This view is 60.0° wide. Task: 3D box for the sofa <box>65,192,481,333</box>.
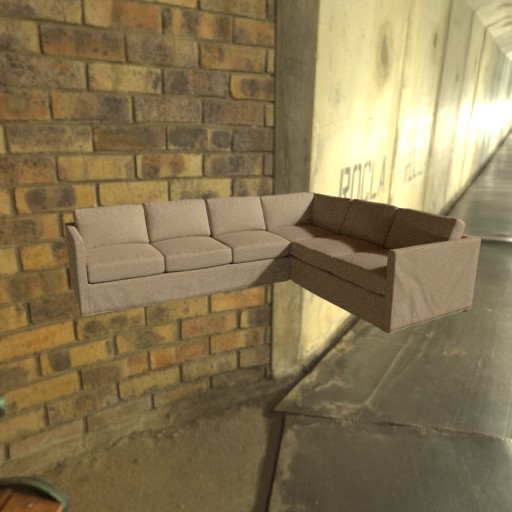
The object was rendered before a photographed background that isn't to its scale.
[{"bbox_3d":[0.000,0.000,4.251,3.182,0.871,2.432,-8,17,-26],"label":"sofa"}]
